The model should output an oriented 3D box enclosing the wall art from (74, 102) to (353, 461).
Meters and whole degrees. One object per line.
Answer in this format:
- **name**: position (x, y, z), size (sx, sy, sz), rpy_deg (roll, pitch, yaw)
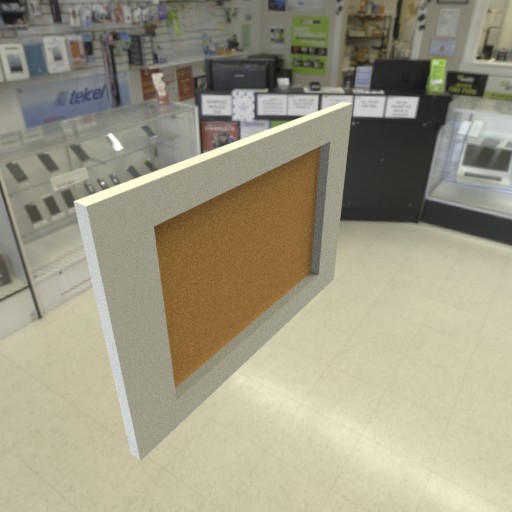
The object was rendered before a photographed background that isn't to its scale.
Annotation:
- **wall art**: position (0.000, 0.000, 1.148), size (0.033, 0.617, 0.906), rpy_deg (21, 36, 31)
